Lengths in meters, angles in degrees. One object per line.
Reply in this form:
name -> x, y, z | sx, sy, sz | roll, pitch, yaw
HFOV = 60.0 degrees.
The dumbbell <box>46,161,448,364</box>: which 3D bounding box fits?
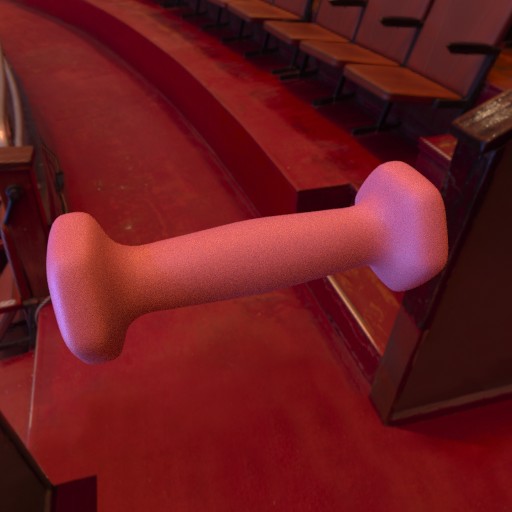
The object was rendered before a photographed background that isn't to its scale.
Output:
dumbbell -> 0.000, 0.000, 0.146 | 0.123, 0.043, 0.047 | -11, 41, -14
